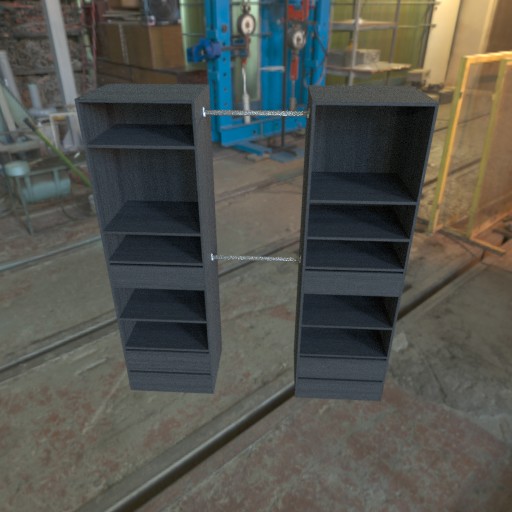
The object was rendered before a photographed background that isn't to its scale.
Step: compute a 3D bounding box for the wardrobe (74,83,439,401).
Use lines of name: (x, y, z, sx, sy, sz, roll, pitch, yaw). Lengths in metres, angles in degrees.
wardrobe: (0.000, 0.000, 2.848, 1.770, 2.000, 0.480, 2, 30, 3)
